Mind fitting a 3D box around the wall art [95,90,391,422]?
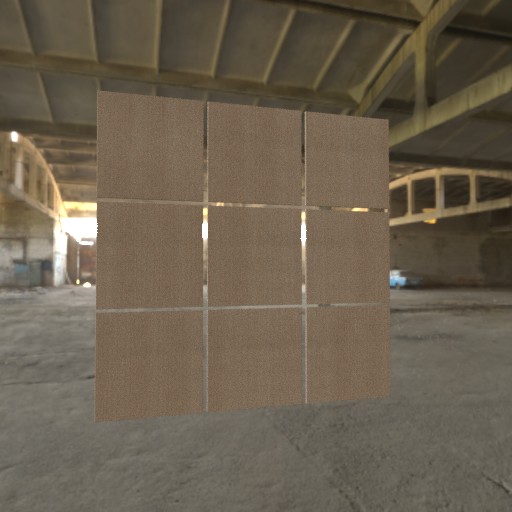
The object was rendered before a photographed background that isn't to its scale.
[{"bbox_3d":[0.000,0.000,1.794,1.219,1.218,0.013,0,-1,-16],"label":"wall art"}]
